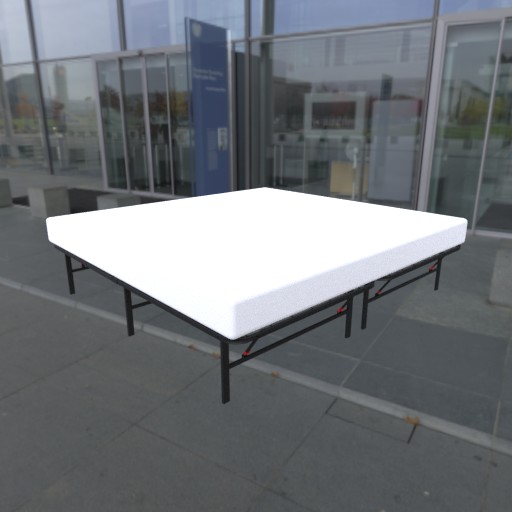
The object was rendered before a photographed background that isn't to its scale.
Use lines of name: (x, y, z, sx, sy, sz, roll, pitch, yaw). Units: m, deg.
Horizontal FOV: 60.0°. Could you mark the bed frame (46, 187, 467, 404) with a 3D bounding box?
bed frame: (0.000, 0.000, 3.001, 2.033, 0.525, 1.935, -15, 23, -41)
